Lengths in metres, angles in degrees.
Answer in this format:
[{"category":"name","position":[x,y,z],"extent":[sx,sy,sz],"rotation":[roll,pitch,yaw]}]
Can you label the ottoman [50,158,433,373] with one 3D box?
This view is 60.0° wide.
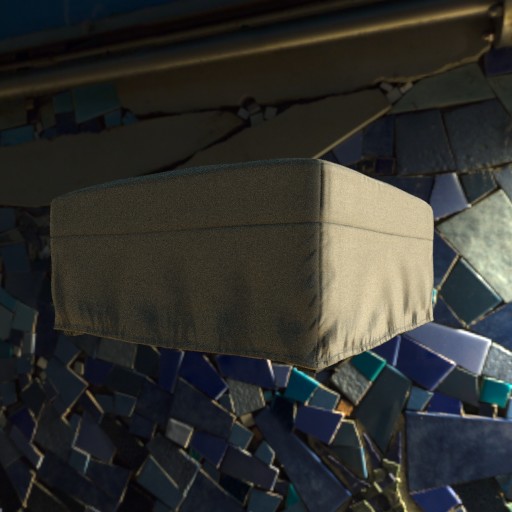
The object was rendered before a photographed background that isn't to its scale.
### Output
[{"category":"ottoman","position":[0.000,0.000,1.317],"extent":[0.843,0.436,0.840],"rotation":[-1,-1,34]}]
